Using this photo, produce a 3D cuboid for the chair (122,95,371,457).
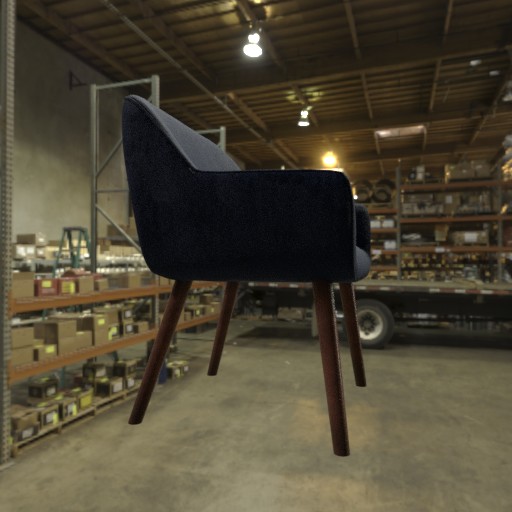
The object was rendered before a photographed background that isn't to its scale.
[{"bbox_3d":[0.000,0.000,1.246,0.600,0.820,0.600,0,-1,18],"label":"chair"}]
